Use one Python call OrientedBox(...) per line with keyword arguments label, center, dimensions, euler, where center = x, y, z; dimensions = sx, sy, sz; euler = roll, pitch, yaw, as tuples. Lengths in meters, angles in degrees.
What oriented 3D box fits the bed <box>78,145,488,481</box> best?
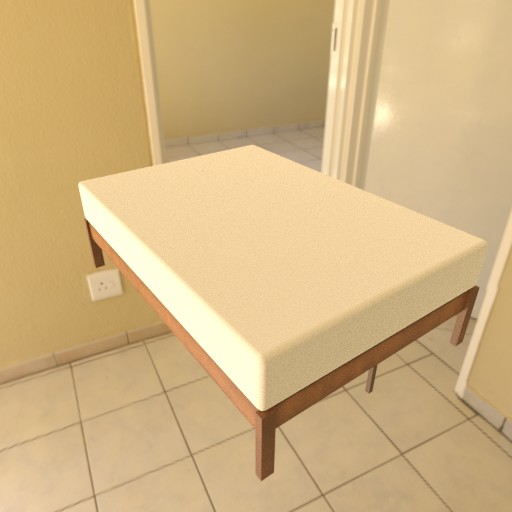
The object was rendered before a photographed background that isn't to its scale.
OrientedBox(label="bed", center=(0.000, 0.000, 2.556), dimensions=(1.348, 0.616, 1.927), euler=(-20, 36, -30))
